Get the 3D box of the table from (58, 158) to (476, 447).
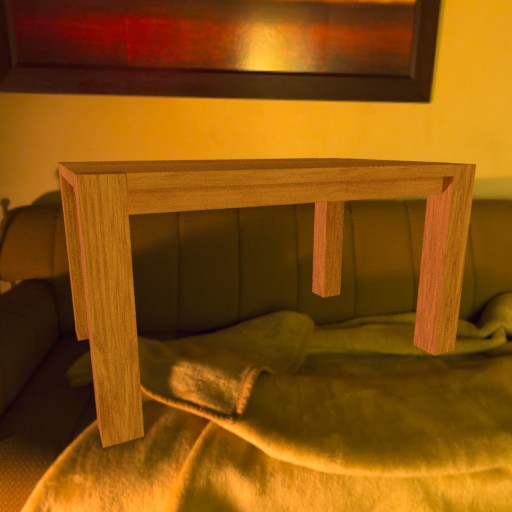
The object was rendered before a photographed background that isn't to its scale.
[{"bbox_3d":[0.000,0.000,1.845,1.400,0.760,0.900,-7,16,-25],"label":"table"}]
